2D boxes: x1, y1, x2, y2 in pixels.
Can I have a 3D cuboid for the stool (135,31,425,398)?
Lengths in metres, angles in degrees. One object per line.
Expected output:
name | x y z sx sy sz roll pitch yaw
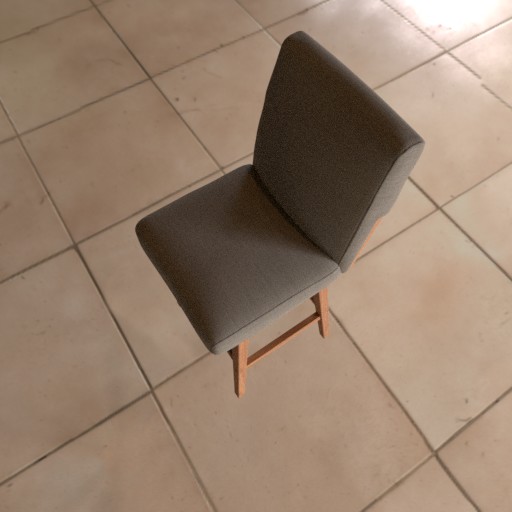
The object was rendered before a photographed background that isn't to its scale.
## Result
stool | 0.000 0.000 1.374 0.570 1.112 0.483 -31 67 -15
